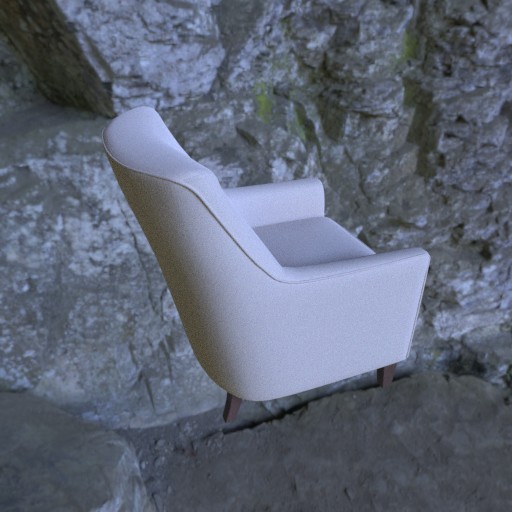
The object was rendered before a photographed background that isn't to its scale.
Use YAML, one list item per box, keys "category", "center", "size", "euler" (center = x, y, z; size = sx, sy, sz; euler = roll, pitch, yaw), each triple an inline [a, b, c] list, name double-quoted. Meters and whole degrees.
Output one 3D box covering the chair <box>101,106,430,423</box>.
- category: "chair"
  center: [0.000, 0.000, 1.537]
  size: [0.879, 0.916, 0.756]
  euler: [-11, 31, -18]
